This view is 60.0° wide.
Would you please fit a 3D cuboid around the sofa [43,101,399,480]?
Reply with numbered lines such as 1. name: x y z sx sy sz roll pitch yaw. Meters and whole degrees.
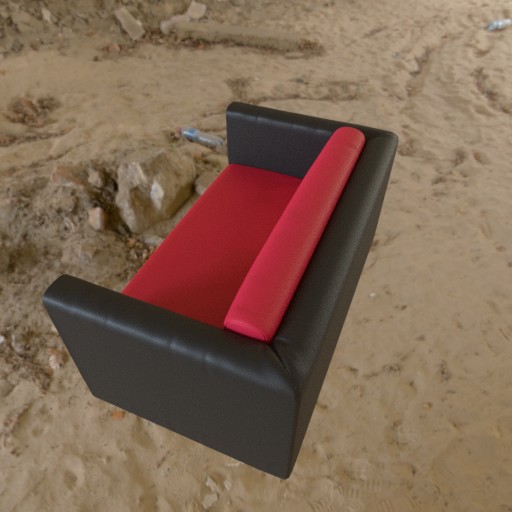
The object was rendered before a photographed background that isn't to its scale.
1. sofa: 0.000 0.000 1.897 0.845 0.735 1.410 17 48 16
